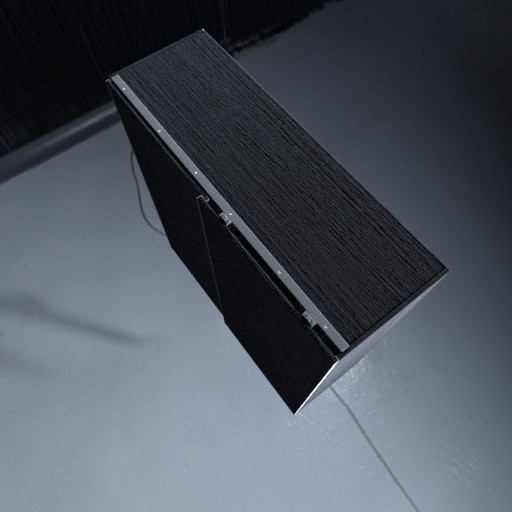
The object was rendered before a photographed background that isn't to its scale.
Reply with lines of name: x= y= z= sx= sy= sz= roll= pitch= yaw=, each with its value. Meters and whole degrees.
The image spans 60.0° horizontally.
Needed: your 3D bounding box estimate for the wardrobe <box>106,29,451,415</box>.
wardrobe: x=0.000 y=0.000 z=2.894 sx=0.629 sy=1.960 sz=1.780 roll=-34 pitch=70 yaw=-15
